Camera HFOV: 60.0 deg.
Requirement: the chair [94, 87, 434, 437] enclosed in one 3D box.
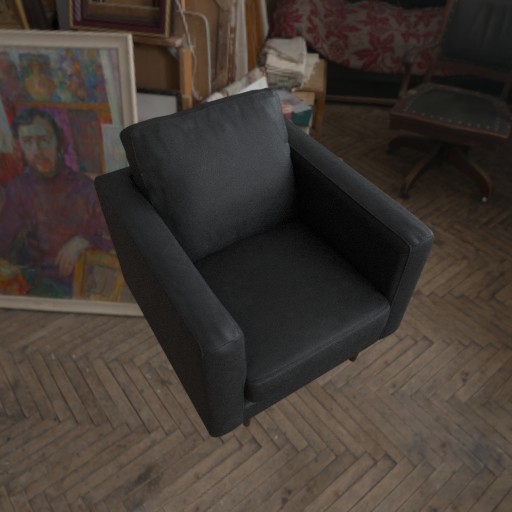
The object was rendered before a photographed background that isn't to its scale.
[{"bbox_3d":[0.000,0.000,1.613,0.831,0.898,0.879,-24,51,-22],"label":"chair"}]
